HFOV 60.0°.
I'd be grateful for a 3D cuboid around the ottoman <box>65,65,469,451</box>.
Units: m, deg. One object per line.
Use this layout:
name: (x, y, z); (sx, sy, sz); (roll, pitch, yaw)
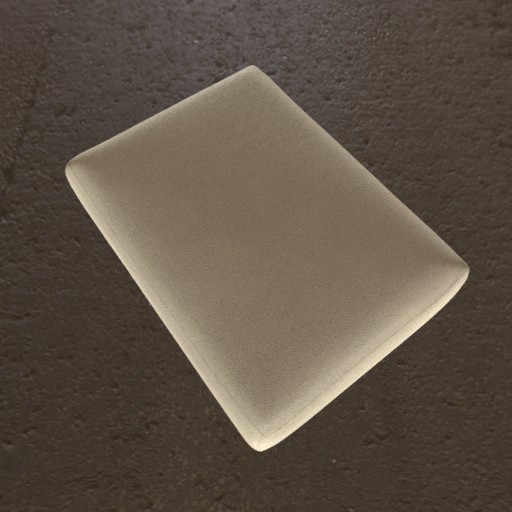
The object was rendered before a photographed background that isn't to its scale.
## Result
ottoman: (0.000, 0.000, 1.132); (0.569, 0.499, 0.773); (-34, 69, -15)
